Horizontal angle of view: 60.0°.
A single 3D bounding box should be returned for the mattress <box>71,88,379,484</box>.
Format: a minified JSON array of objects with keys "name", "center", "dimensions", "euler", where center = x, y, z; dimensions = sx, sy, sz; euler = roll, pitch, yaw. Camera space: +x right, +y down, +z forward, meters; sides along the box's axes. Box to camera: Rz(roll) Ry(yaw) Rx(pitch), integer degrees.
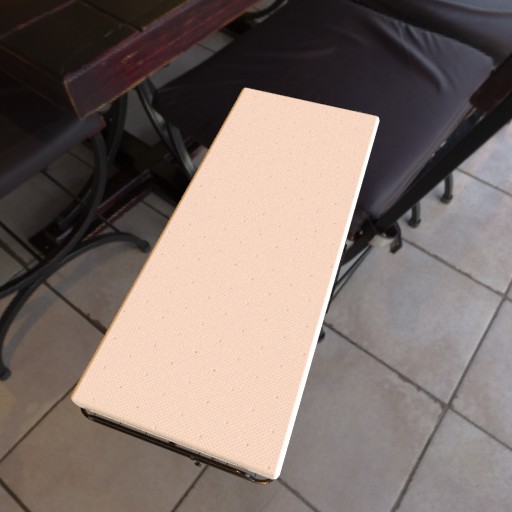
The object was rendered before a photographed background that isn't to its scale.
[{"name":"mattress","center":[0.000,0.000,2.443],"dimensions":[0.922,0.519,2.153],"euler":[16,59,10]}]
